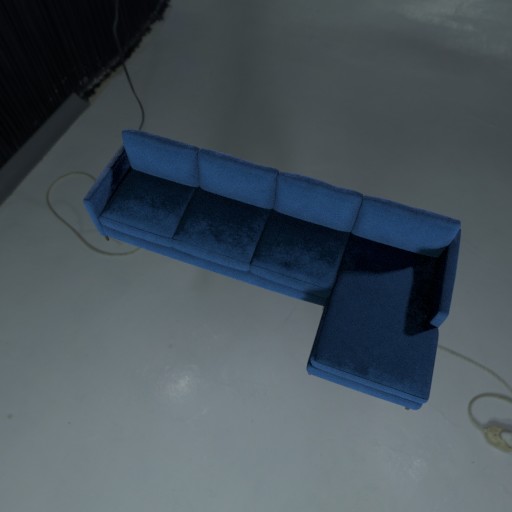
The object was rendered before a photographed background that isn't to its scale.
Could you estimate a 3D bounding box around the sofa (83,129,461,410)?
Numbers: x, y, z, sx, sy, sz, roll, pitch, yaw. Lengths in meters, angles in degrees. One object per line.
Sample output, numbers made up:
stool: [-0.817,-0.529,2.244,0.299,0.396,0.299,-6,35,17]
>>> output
sofa: [0.000,0.000,3.489,2.932,0.810,1.350,18,60,10]
